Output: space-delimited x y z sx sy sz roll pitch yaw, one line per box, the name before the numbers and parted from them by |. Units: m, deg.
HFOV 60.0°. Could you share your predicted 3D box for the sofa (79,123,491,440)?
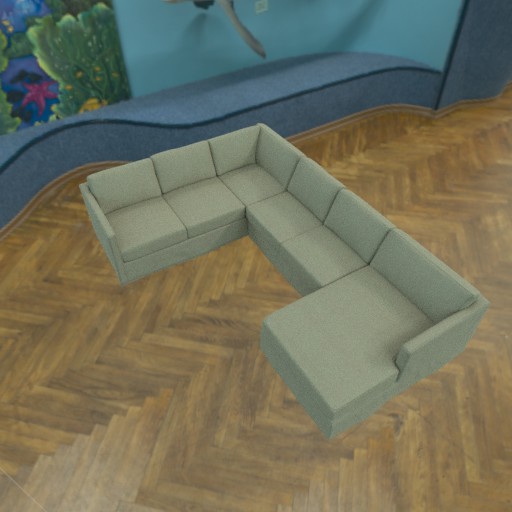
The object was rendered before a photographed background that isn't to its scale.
sofa | 0.000 0.000 4.369 2.427 0.882 3.460 -23 49 -22
